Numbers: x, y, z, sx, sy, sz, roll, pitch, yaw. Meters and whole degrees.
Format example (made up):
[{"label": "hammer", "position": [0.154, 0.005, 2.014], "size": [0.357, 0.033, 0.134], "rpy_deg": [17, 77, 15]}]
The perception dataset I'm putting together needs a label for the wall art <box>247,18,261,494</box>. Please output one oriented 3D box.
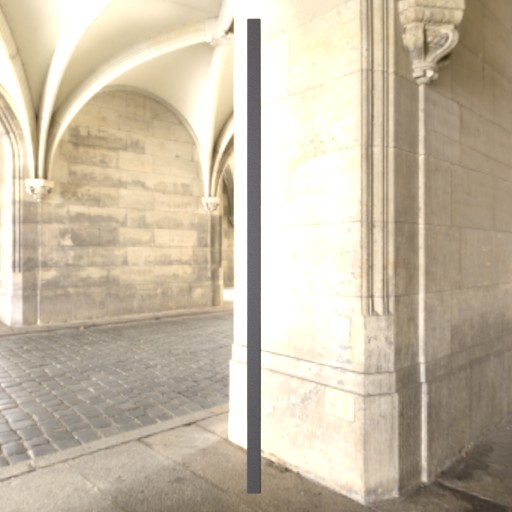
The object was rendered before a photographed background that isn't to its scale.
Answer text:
[{"label": "wall art", "position": [0.000, 0.000, 1.345], "size": [0.030, 1.027, 0.774], "rpy_deg": [0, 0, 1]}]
